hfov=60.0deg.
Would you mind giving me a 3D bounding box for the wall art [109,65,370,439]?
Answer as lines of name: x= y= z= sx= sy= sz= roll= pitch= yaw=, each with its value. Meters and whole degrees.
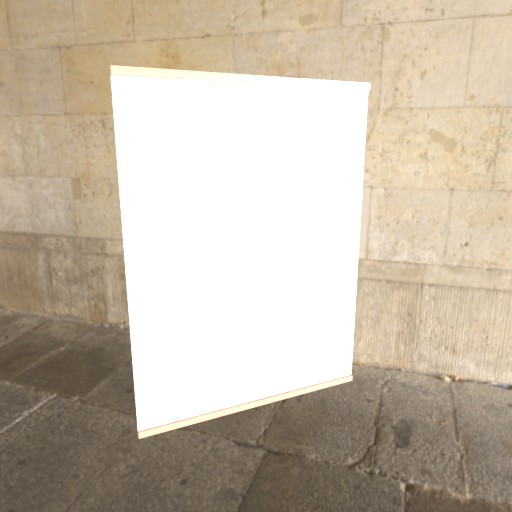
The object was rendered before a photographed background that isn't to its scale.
wall art: x=0.000 y=0.000 z=0.800 sx=0.459 sy=0.608 sz=0.012 roll=-7 pitch=16 yaw=-24
